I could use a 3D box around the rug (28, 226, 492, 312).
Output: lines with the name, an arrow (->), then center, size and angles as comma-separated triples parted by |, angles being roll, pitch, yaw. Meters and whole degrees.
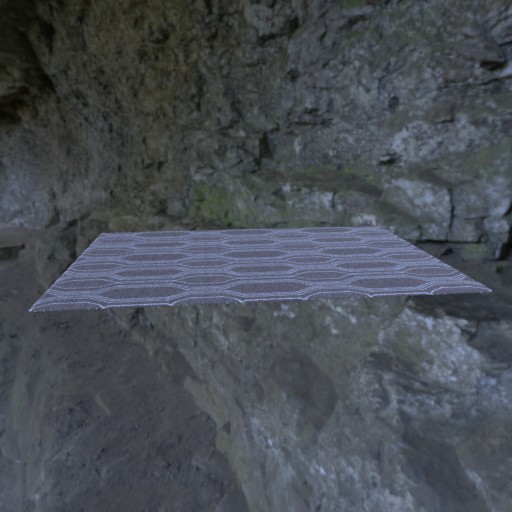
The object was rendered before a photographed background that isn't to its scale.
rug -> 0.000, 0.000, 2.326 | 1.836, 0.012, 1.239 | -2, 16, -6
